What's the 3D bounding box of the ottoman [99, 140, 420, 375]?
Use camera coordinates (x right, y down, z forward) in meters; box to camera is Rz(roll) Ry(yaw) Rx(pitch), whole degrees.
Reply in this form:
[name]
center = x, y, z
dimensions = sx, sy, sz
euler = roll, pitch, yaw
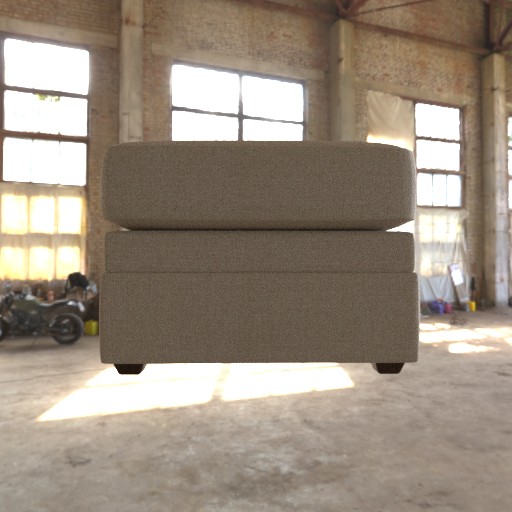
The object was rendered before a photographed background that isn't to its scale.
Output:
[ottoman]
center = 0.000, 0.000, 1.264
dimensions = 0.637, 0.478, 0.885
euler = 0, -1, -1
